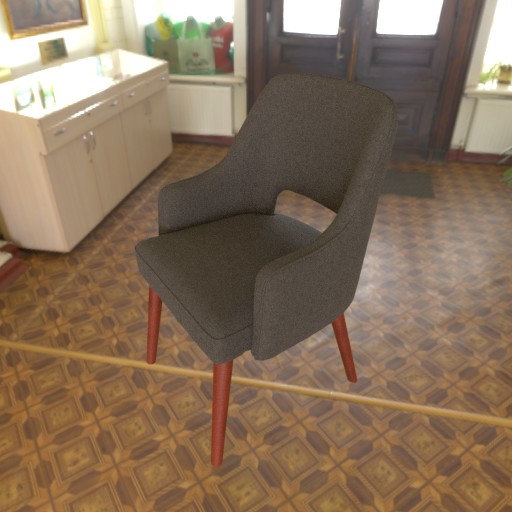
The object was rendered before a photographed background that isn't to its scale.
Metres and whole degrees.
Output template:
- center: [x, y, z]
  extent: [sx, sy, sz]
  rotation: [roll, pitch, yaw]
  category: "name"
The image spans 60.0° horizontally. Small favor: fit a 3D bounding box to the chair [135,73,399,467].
- center: [0.000, 0.000, 1.189]
  extent: [0.560, 0.838, 0.559]
  rotation: [-20, 37, -28]
  category: "chair"
